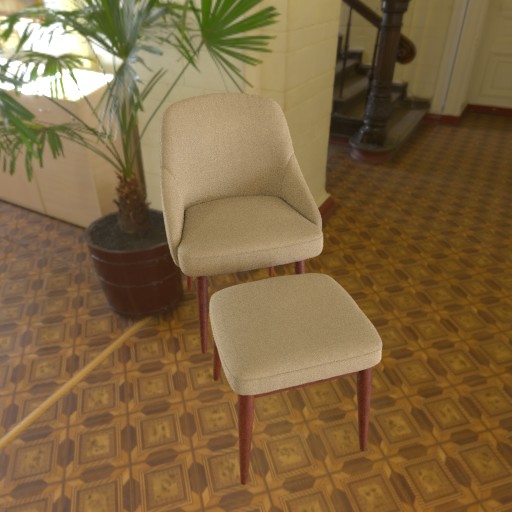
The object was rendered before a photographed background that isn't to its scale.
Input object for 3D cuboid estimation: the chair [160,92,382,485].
[{"bbox_3d":[0.000,0.000,1.573,0.584,0.866,1.114,-9,35,-13],"label":"chair"}]
